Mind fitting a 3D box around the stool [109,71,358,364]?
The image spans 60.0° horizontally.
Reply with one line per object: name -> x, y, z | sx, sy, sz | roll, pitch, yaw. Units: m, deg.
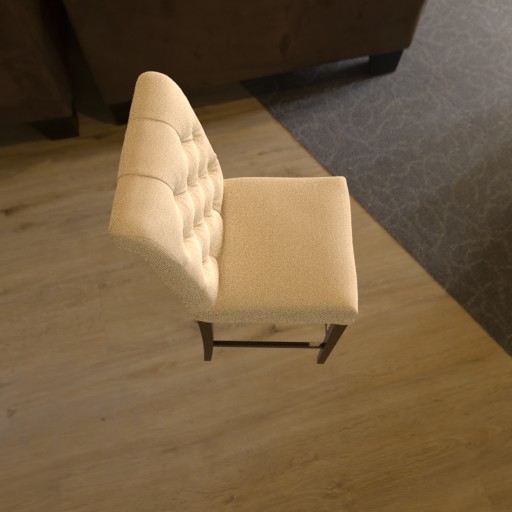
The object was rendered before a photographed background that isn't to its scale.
stool -> 0.000, 0.000, 1.472 | 0.610, 1.118, 0.482 | 1, 64, 0
